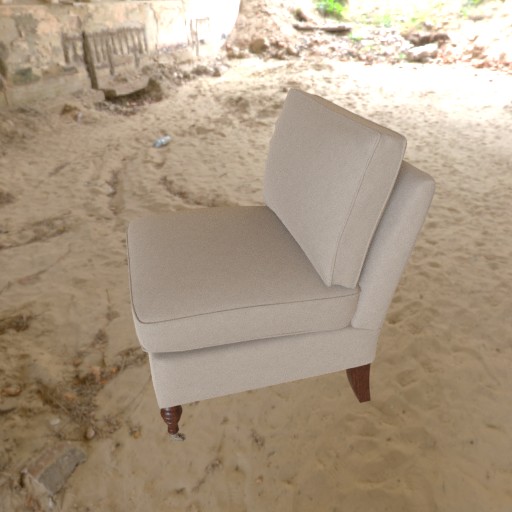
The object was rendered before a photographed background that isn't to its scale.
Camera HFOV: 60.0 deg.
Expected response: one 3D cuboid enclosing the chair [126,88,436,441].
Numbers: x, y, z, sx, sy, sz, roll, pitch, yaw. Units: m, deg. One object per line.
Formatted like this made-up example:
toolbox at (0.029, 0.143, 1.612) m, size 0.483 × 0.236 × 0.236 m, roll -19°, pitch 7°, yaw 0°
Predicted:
chair at (0.000, 0.000, 1.643) m, size 0.912 × 1.052 × 0.724 m, roll -8°, pitch 32°, yaw -14°
